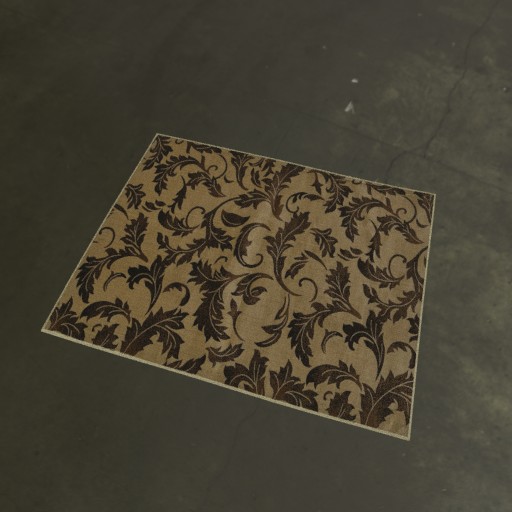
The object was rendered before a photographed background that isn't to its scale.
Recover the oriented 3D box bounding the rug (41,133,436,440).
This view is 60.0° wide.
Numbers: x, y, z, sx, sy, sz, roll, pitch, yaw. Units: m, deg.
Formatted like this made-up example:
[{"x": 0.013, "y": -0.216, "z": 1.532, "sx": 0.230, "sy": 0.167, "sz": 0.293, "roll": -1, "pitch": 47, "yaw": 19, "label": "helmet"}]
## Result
[{"x": 0.000, "y": 0.000, "z": 3.974, "sx": 2.977, "sy": 0.008, "sz": 2.380, "roll": 14, "pitch": 59, "yaw": 9, "label": "rug"}]
